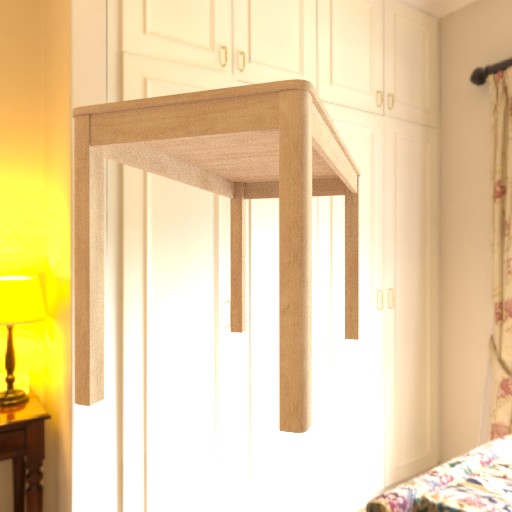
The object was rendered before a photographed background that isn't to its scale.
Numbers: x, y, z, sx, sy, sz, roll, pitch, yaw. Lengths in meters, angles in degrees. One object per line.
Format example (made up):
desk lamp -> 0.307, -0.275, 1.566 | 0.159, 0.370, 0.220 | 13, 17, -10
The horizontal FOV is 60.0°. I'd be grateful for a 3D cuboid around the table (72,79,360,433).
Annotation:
table -> 0.000, 0.000, 1.891 | 0.750, 0.900, 1.400 | 0, 0, 19
